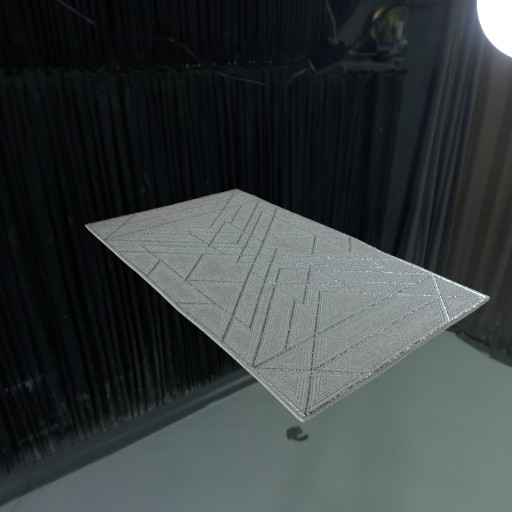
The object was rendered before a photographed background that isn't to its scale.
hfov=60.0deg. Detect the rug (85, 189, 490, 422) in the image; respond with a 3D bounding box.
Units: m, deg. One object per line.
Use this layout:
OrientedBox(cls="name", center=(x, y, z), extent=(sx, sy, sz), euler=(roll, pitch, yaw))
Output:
OrientedBox(cls="rug", center=(0.000, 0.000, 1.042), extent=(0.511, 0.008, 0.869), euler=(-19, 32, -33))
